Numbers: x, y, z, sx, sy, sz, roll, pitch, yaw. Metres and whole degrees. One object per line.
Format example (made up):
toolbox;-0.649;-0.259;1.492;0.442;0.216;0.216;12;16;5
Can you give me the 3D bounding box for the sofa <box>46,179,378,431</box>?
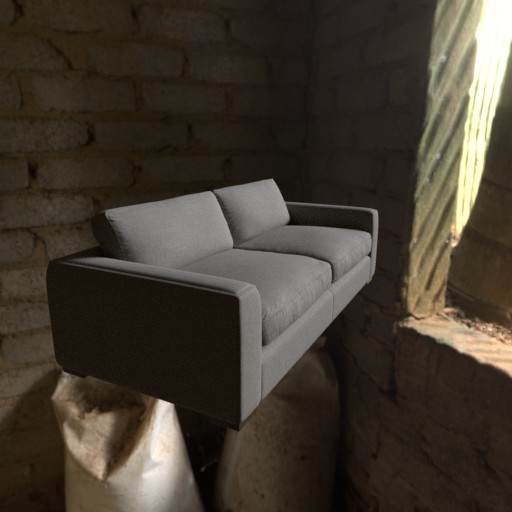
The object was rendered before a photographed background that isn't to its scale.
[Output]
sofa;0.000;0.000;2.803;1.070;0.801;2.262;8;17;27
